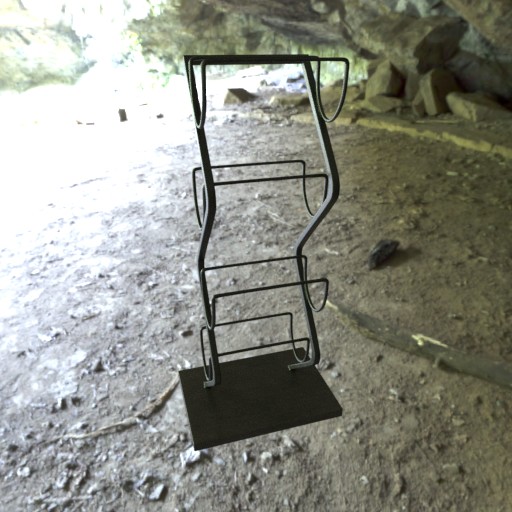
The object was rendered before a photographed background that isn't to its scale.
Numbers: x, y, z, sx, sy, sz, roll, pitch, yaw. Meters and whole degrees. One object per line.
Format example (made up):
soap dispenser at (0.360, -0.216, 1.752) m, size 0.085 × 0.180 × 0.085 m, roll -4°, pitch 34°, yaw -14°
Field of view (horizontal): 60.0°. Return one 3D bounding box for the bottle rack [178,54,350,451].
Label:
bottle rack at (0.000, 0.000, 0.677) m, size 0.254 × 0.559 × 0.178 m, roll -7°, pitch 27°, yaw -15°
